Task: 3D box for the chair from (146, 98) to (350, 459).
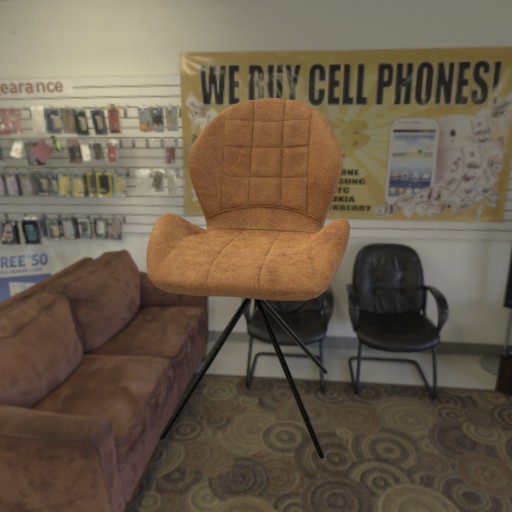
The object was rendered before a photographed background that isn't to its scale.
[{"bbox_3d":[0.000,0.000,1.309,0.527,0.929,0.640,3,15,9],"label":"chair"}]
